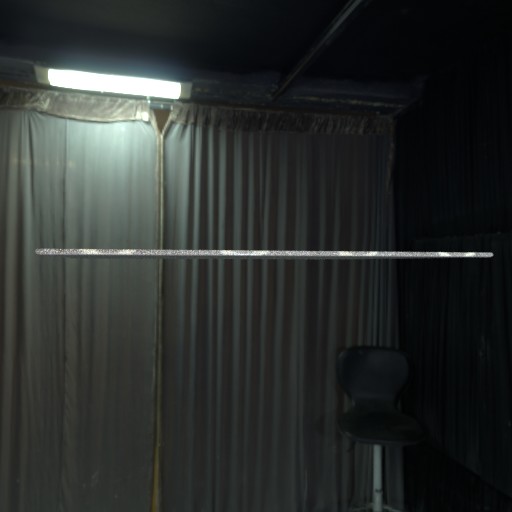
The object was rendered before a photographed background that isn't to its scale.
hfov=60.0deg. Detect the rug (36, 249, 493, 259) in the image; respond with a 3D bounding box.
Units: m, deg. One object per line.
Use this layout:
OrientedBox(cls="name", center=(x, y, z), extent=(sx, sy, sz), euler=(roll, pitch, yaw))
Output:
OrientedBox(cls="rug", center=(0.000, 0.000, 2.853), extent=(2.348, 0.025, 1.501), euler=(0, -1, -18))
